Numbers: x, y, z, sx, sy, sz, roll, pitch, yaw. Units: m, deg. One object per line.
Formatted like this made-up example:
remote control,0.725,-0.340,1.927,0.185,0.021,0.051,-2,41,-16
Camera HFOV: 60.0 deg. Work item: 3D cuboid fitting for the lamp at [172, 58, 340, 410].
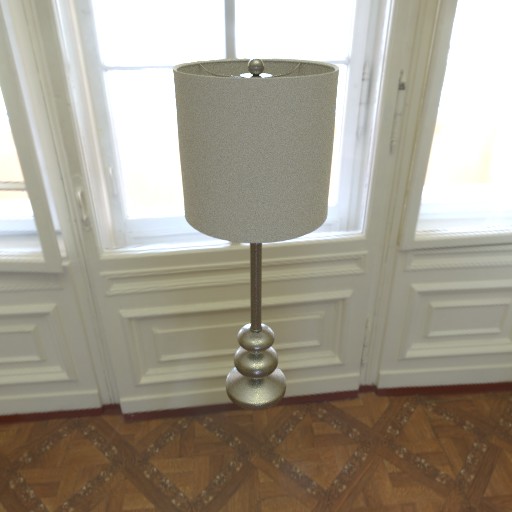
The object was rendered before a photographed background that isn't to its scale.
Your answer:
lamp,0.000,0.000,0.842,0.254,0.690,0.254,22,36,33
